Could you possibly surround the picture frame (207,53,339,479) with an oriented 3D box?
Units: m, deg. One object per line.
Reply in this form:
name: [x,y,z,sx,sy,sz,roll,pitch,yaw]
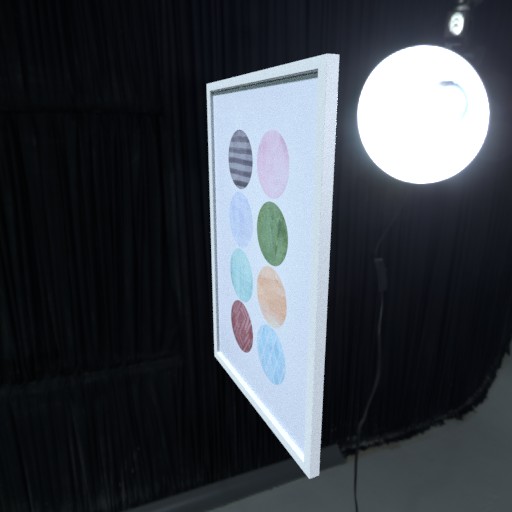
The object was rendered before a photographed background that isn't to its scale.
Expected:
picture frame: [0.000,0.000,0.566,0.013,0.434,0.305,-8,18,-24]
